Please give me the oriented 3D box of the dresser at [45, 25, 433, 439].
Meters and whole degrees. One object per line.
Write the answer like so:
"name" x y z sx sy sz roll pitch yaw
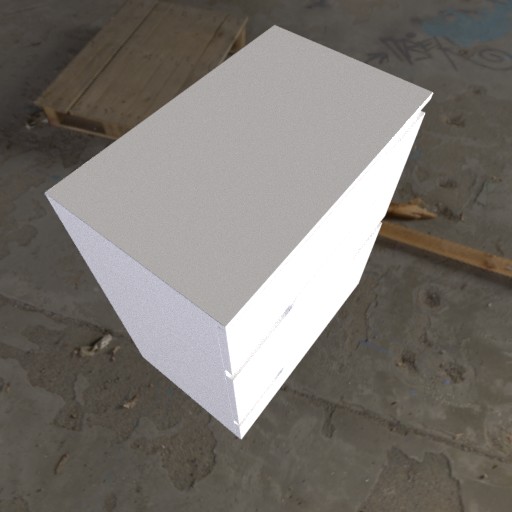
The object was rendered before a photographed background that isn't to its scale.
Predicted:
"dresser" 0.000 0.000 1.156 0.400 0.800 0.650 33 63 20
